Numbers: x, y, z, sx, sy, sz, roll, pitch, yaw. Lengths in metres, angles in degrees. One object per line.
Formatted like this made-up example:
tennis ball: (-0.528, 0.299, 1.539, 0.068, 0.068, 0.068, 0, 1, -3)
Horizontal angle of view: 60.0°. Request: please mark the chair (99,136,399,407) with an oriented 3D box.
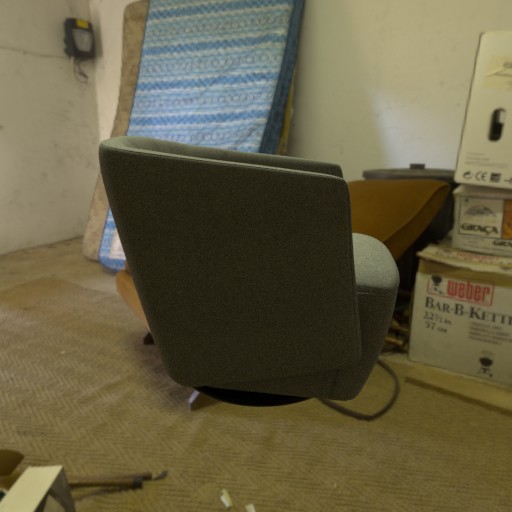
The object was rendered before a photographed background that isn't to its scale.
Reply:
chair: (0.000, 0.000, 1.645, 0.986, 0.861, 0.822, 2, 15, 9)
